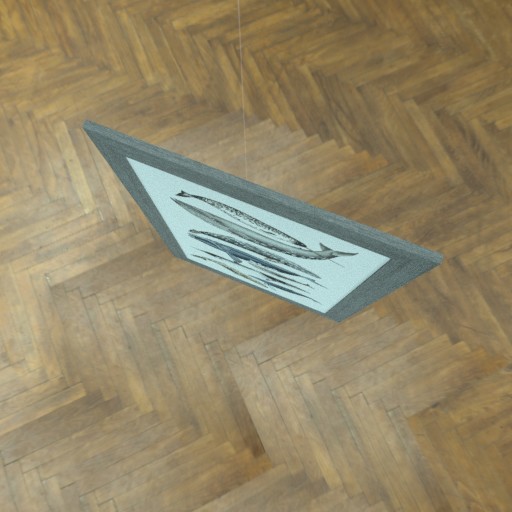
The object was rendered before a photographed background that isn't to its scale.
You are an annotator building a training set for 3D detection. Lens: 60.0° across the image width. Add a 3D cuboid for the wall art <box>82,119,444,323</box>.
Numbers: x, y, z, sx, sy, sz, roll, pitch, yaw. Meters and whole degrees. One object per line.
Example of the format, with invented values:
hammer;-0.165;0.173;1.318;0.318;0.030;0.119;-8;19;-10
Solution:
wall art;0.000;0.000;1.399;0.768;1.070;0.020;22;77;5
